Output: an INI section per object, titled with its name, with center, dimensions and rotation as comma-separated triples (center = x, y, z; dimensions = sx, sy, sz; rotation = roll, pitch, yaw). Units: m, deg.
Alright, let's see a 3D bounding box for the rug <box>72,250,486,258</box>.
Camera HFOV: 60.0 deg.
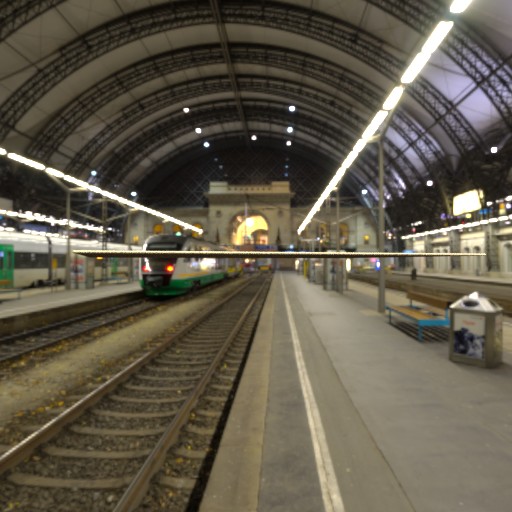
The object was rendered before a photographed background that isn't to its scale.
[rug]
center = 0.000, 0.000, 4.195
dimensions = 3.050, 0.015, 2.441
rotation = 0, -1, -18
